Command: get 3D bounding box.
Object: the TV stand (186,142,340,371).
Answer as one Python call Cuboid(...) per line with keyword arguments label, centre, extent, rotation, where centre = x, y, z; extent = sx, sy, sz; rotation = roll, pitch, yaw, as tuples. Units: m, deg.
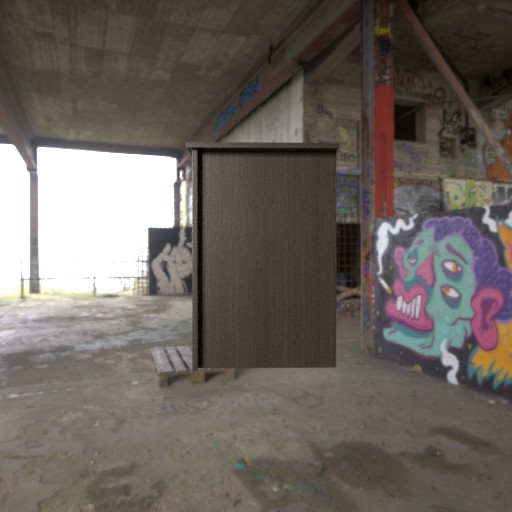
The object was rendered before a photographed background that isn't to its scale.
Cuboid(label="TV stand", centre=(0.000, 0.000, 2.064), extent=(0.406, 0.610, 1.778), rotation=(0, 0, -1))
